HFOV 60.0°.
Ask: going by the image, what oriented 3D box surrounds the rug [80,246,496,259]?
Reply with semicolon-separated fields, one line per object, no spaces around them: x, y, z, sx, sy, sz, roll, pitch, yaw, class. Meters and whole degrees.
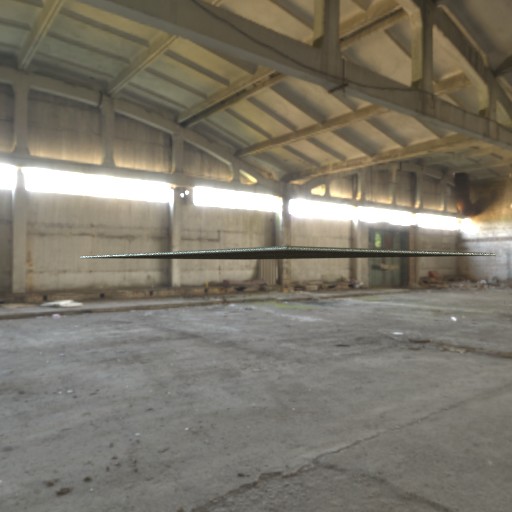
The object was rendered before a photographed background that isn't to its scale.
0.000;0.000;2.278;1.219;0.012;1.840;1;-1;-38;rug
